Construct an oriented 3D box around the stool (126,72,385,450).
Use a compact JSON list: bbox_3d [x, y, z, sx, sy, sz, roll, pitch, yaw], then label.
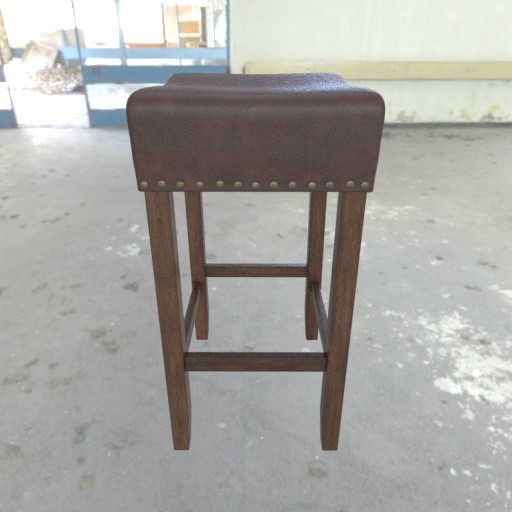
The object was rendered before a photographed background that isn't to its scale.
[{"bbox_3d":[0.000,0.000,1.033,0.401,0.769,0.465,0,26,0],"label":"stool"}]
